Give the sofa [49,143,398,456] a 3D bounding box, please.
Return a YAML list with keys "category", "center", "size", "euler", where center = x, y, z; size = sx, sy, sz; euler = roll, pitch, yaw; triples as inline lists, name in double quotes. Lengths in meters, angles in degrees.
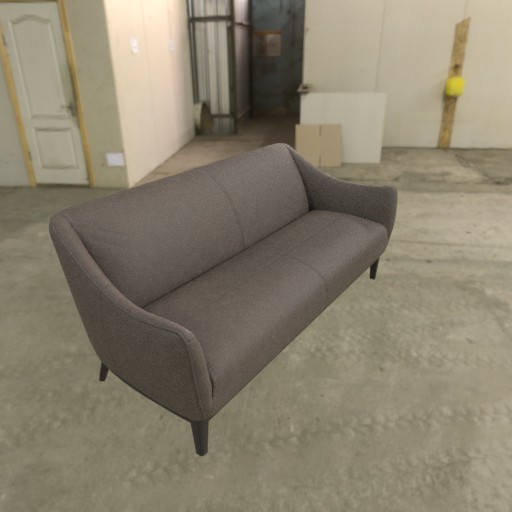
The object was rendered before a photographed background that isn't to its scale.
- category: "sofa"
  center: [0.000, 0.000, 2.363]
  size: [0.869, 0.831, 1.928]
  euler: [17, 31, 31]
